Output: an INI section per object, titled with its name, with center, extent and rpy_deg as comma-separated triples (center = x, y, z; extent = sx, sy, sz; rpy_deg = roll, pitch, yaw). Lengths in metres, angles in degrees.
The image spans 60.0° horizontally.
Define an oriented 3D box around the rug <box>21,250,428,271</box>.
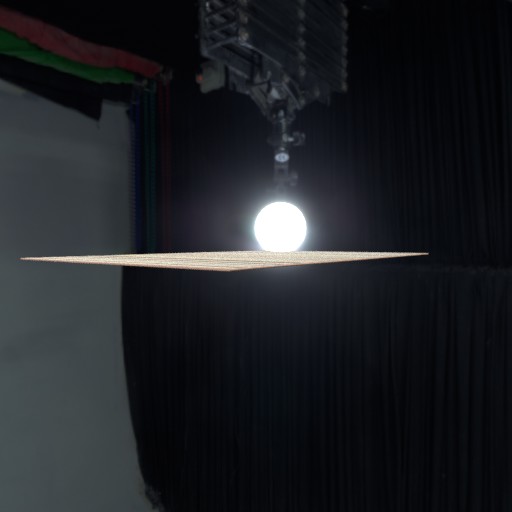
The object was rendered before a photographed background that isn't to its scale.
[rug]
center = 0.000, 0.000, 2.305
extent = 1.219, 0.008, 1.829
rpy_deg = 2, 3, 37
